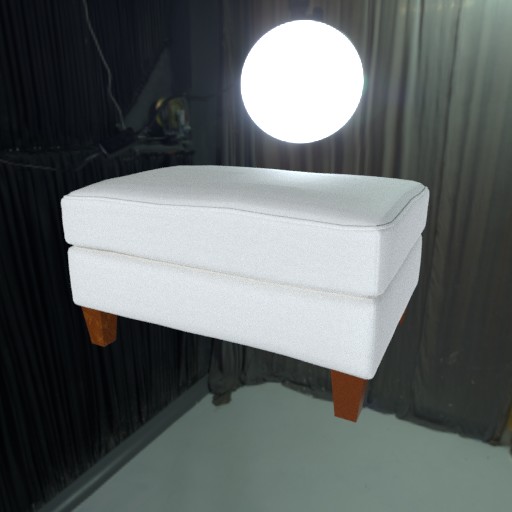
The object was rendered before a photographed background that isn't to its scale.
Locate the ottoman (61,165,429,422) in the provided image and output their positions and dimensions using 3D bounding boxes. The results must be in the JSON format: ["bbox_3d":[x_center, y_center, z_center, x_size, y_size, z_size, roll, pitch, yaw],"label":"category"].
[{"bbox_3d":[0.000,0.000,1.237,0.818,0.479,0.634,9,19,26],"label":"ottoman"}]
